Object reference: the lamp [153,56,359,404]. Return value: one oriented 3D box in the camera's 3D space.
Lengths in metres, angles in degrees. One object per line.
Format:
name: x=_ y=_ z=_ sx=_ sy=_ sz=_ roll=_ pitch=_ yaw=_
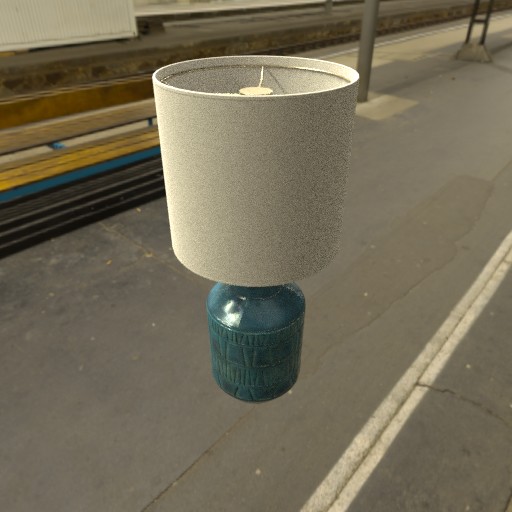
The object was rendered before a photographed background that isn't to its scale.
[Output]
lamp: x=0.000 y=0.000 z=0.583 sx=0.211 sy=0.455 sz=0.211 roll=11 pitch=34 yaw=16
